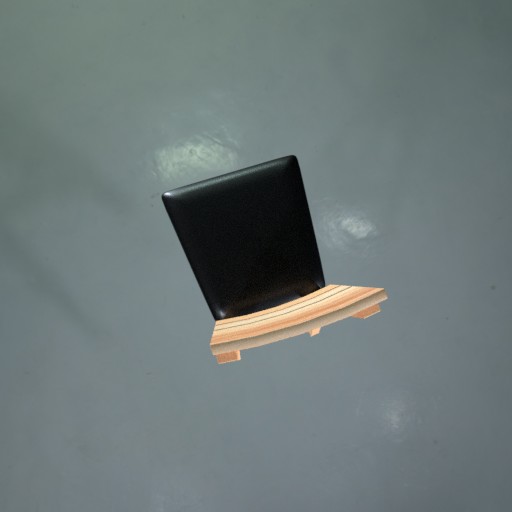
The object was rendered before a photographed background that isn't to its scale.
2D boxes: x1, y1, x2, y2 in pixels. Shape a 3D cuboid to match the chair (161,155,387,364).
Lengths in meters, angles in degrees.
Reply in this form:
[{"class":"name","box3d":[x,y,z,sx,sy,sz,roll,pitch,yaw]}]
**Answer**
[{"class":"chair","box3d":[0.000,0.000,1.220,0.410,0.940,0.520,-17,77,-4]}]
